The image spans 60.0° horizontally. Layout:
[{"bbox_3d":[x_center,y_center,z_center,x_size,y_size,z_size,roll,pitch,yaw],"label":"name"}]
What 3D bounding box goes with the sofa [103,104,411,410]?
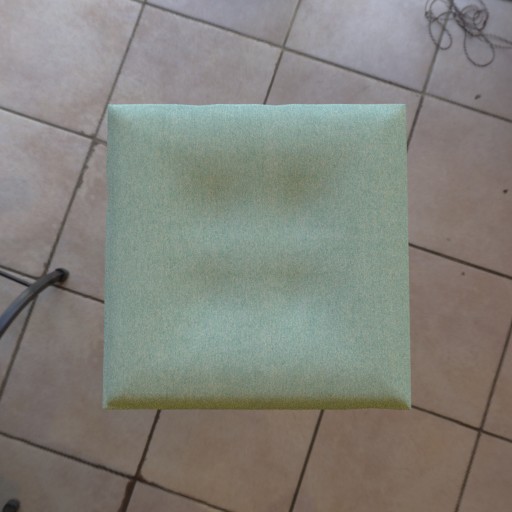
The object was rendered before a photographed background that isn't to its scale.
[{"bbox_3d":[0.000,0.000,1.436,0.930,0.330,0.930,0,87,0],"label":"sofa"}]
